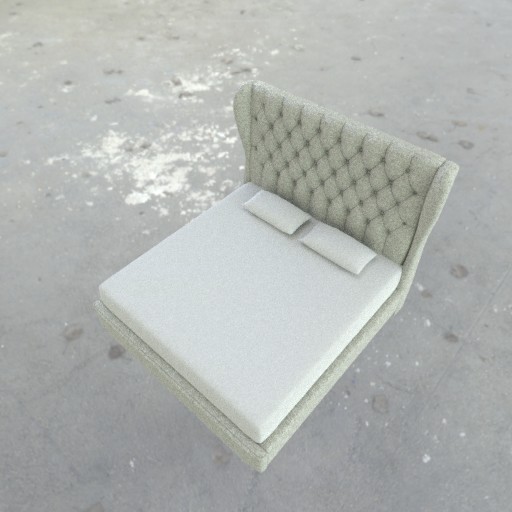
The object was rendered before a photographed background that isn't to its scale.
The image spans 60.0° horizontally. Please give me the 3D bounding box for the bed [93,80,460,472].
[{"bbox_3d":[0.000,0.000,3.921,2.219,1.771,2.347,33,56,27],"label":"bed"}]
